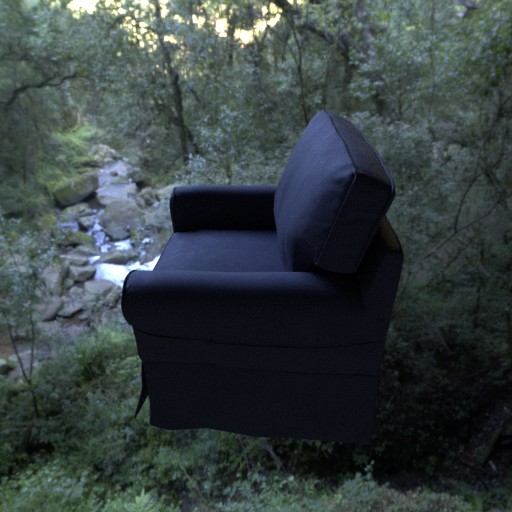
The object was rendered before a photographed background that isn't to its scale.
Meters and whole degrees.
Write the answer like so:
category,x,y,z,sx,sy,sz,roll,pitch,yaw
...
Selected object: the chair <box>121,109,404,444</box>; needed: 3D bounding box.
category,x,y,z,sx,sy,sz,roll,pitch,yaw
chair,0.000,0.000,1.991,1.002,1.140,1.119,1,29,1
